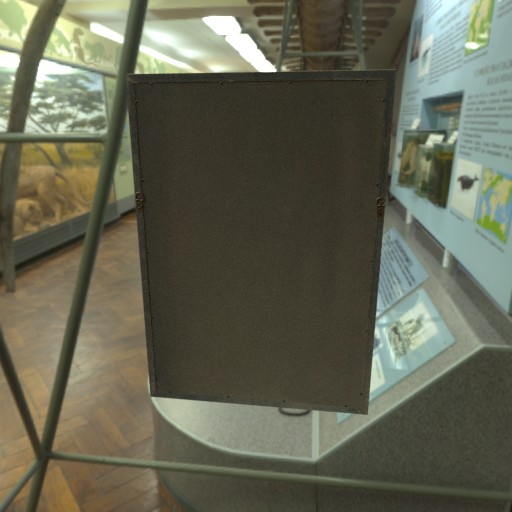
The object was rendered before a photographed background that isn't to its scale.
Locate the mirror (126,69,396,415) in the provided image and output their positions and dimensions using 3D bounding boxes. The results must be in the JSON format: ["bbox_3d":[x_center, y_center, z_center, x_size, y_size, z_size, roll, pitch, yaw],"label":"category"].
[{"bbox_3d":[0.000,0.000,1.292,0.705,0.996,0.025,2,17,8],"label":"mirror"}]
